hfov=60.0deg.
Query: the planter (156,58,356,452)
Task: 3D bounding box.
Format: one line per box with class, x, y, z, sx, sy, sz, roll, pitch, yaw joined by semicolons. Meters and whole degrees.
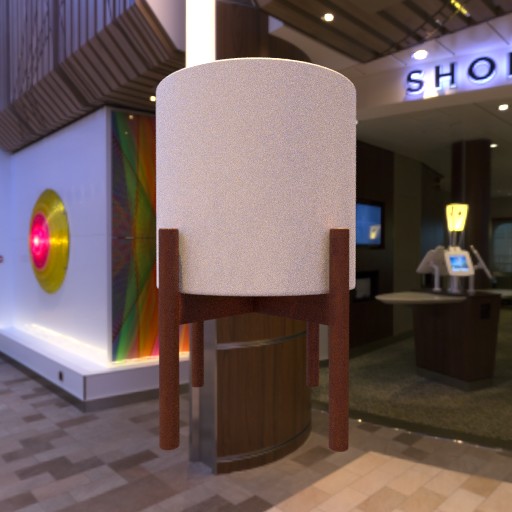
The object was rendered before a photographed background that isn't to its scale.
planter;0.000;0.000;0.953;0.417;0.670;0.417;0;1;0
